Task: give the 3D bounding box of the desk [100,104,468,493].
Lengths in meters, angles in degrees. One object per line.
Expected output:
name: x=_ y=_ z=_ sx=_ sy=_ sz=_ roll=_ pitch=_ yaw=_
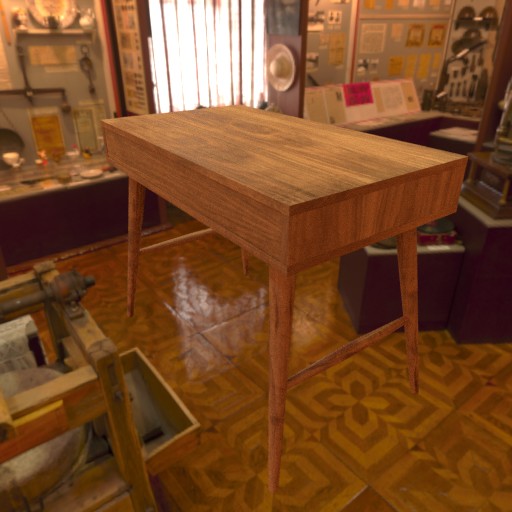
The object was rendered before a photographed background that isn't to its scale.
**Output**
desk: x=0.000 y=0.000 z=1.407 sx=0.588 sy=0.758 sz=0.949 roll=-19 pitch=33 yaw=-31
